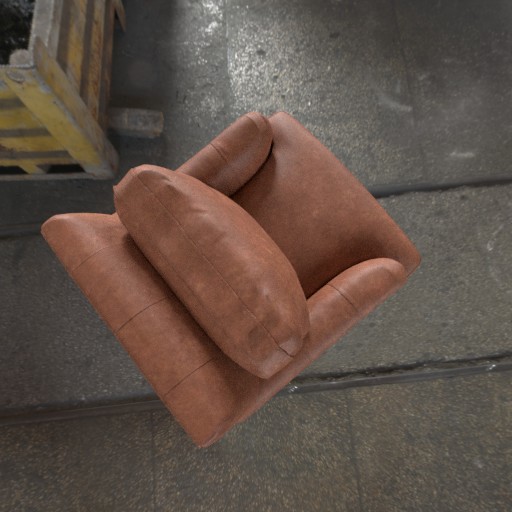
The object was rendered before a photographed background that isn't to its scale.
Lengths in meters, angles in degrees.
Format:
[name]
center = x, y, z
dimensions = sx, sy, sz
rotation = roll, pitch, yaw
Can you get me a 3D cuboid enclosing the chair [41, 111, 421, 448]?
[chair]
center = 0.000, 0.000, 1.910
dimensions = 1.158, 1.055, 0.986
rotation = -38, 79, -9
